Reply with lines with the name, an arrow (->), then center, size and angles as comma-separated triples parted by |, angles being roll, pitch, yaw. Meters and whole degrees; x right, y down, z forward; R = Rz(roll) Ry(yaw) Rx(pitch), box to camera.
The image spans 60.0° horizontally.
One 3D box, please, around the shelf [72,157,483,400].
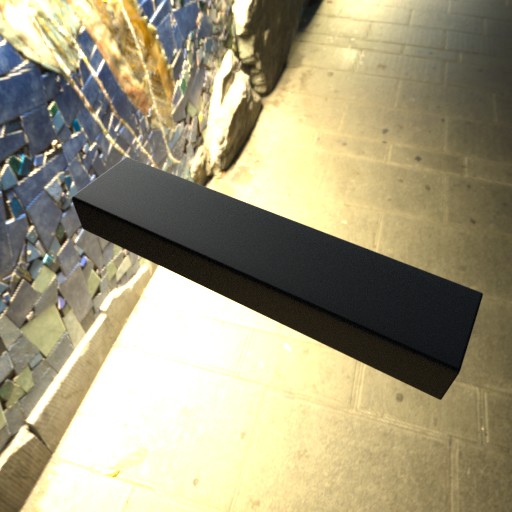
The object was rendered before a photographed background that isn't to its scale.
shelf -> 0.000, 0.000, 0.499 | 0.456, 0.053, 0.102 | 23, 51, 20
